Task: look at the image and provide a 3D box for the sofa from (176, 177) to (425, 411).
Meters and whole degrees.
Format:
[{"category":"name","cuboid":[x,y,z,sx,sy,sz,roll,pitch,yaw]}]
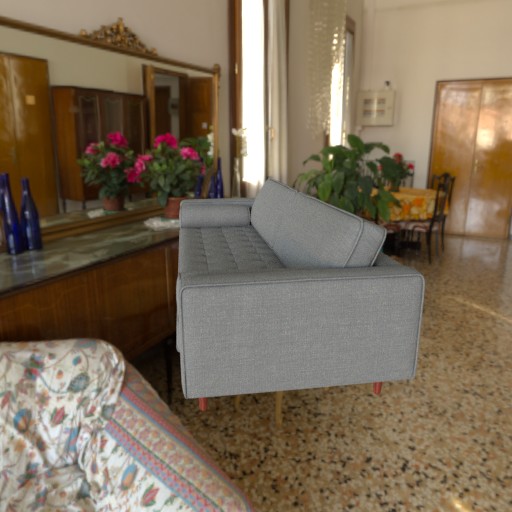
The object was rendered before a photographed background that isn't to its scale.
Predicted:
[{"category":"sofa","cuboid":[0.000,0.000,2.625,0.914,0.762,2.198,-2,15,-9]}]
